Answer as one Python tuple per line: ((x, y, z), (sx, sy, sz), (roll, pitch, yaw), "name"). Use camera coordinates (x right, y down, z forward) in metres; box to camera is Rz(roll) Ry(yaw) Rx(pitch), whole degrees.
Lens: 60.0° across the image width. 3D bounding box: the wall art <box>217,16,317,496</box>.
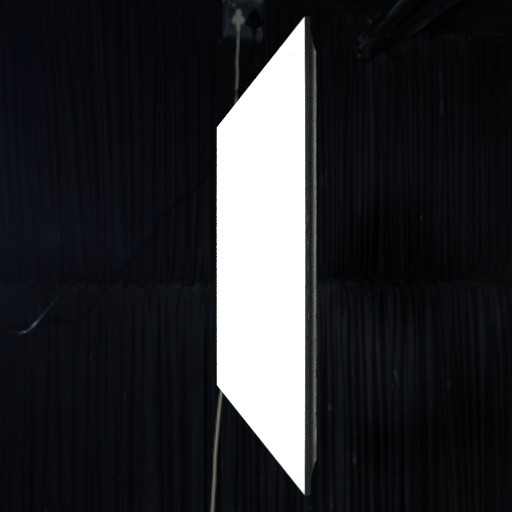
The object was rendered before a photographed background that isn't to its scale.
((0.000, 0.000, 0.606), (0.023, 0.457, 0.381), (0, 0, -18), "wall art")
